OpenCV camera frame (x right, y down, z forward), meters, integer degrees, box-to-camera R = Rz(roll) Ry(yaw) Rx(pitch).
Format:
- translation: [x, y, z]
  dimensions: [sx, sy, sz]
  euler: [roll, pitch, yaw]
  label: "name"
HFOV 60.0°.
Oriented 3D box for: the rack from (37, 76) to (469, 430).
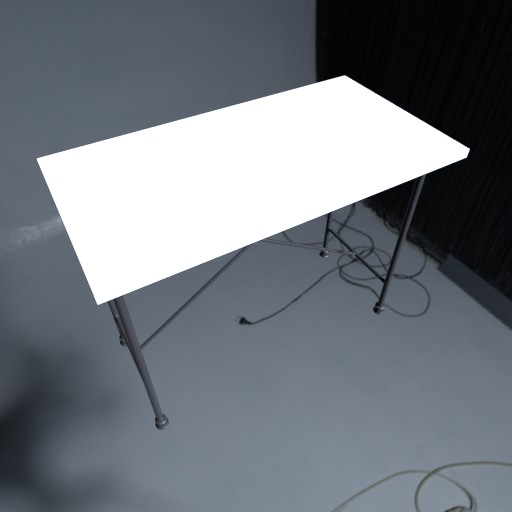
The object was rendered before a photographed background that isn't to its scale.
- translation: [0.000, 0.000, 1.651]
  dimensions: [1.159, 0.880, 0.613]
  euler: [-22, 50, -21]
  label: "rack"
